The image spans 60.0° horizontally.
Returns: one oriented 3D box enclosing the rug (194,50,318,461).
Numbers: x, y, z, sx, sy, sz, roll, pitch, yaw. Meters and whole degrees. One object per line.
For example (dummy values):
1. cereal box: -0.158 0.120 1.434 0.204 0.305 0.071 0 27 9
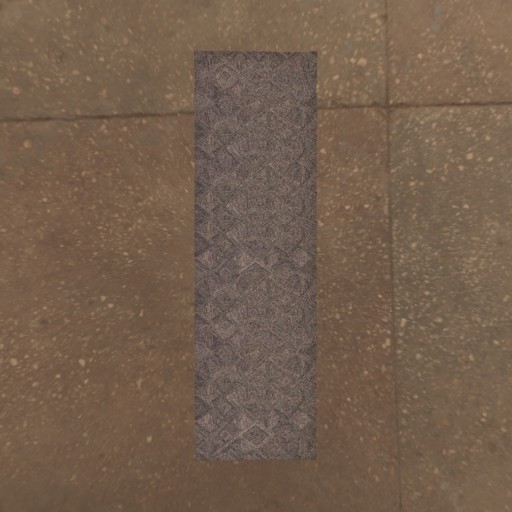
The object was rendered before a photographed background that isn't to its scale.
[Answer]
1. rug: 0.000 0.000 2.483 0.691 0.011 2.296 0 90 -2
